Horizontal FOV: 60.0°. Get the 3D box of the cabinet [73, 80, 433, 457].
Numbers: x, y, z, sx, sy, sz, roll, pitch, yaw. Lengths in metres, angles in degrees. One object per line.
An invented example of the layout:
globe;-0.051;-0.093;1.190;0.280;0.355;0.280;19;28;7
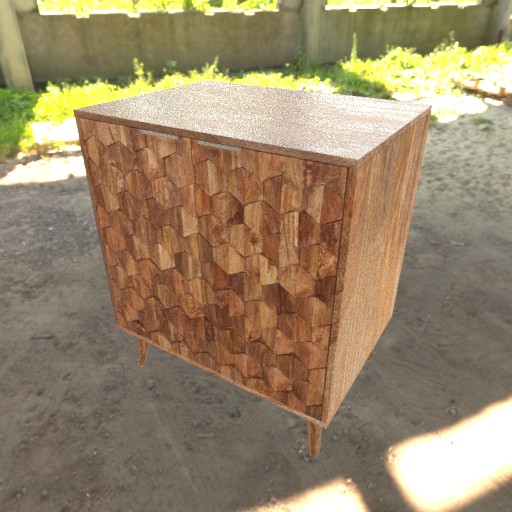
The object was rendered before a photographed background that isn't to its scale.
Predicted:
cabinet;0.000;0.000;1.166;0.647;0.758;0.473;18;35;27
